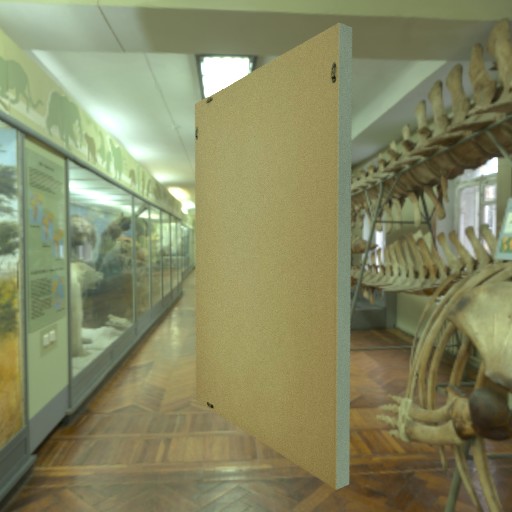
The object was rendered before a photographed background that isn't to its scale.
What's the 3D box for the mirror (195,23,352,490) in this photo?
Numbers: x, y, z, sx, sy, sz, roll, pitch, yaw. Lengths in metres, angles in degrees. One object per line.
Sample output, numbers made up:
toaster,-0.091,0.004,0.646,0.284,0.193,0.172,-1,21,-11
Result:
mirror,0.000,0.000,1.126,0.041,0.915,0.609,-1,2,-35
